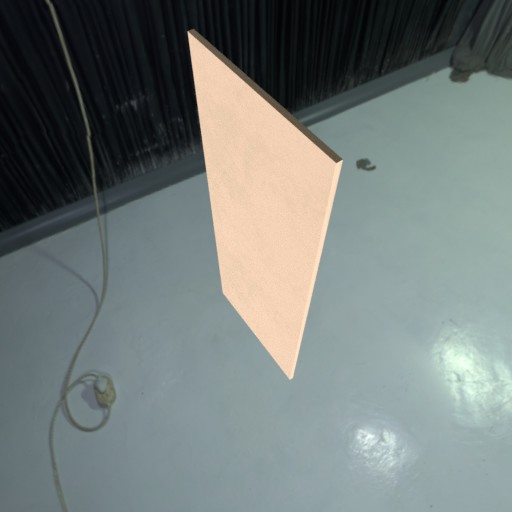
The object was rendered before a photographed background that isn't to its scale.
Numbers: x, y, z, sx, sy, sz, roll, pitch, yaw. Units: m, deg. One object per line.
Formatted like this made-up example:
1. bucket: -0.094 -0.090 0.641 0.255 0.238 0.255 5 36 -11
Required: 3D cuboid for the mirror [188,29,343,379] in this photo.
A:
1. mirror: 0.000 0.000 2.295 0.026 2.031 0.812 -31 63 -18
